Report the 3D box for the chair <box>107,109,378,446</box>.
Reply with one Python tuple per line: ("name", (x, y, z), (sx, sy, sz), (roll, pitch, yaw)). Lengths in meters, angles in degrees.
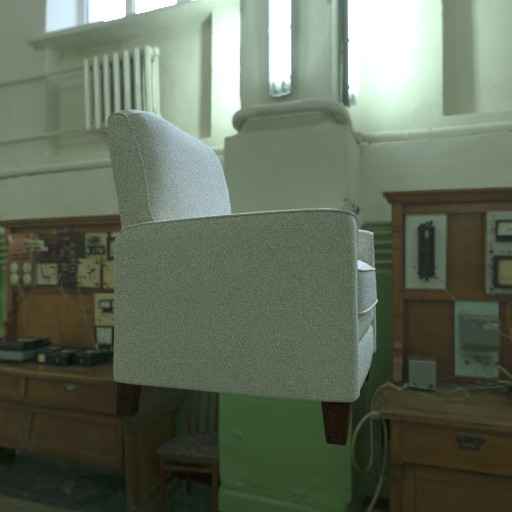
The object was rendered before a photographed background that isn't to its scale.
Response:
("chair", (0.000, 0.000, 1.657), (0.858, 1.028, 0.841), (0, -1, 19))
